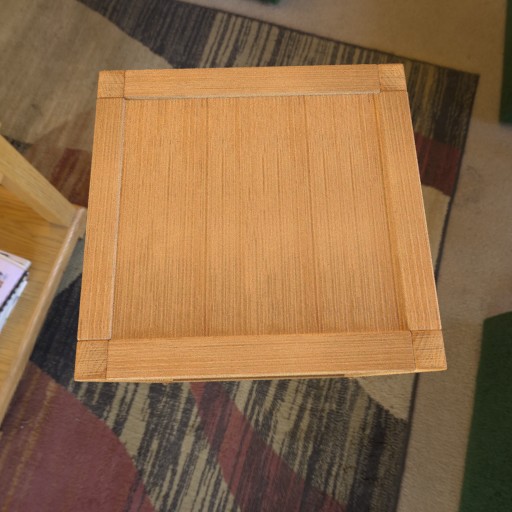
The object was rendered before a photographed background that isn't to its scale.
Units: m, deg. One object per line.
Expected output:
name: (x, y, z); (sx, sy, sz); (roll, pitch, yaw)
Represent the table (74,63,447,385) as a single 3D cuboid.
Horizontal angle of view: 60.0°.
table: (0.000, 0.000, 1.028); (0.559, 0.610, 0.558); (-2, 74, 0)
